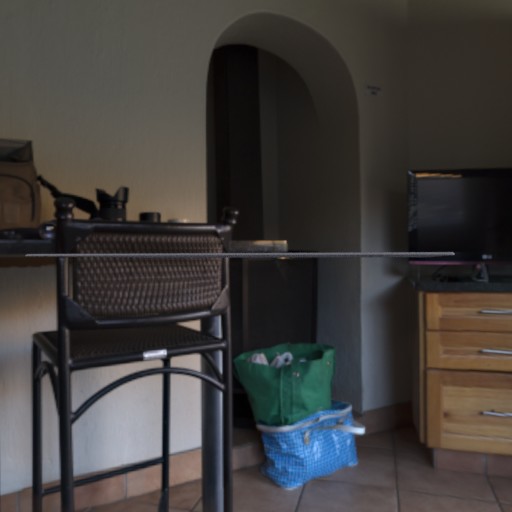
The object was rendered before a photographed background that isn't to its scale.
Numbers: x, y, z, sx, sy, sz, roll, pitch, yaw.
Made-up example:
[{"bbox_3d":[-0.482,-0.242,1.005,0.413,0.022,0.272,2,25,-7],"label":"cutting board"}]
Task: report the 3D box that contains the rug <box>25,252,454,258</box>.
[{"bbox_3d":[0.000,0.000,2.767,2.115,0.013,1.517,0,-1,18],"label":"rug"}]
